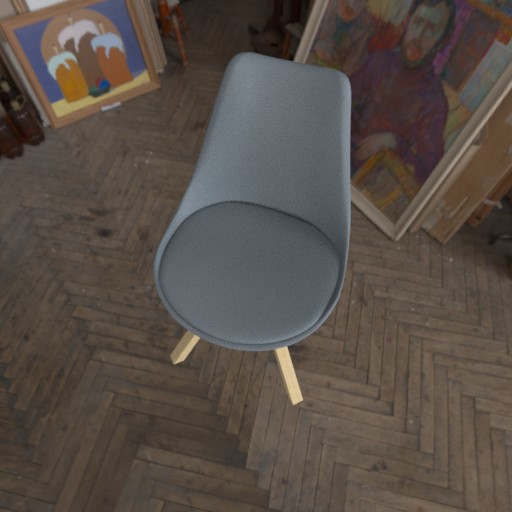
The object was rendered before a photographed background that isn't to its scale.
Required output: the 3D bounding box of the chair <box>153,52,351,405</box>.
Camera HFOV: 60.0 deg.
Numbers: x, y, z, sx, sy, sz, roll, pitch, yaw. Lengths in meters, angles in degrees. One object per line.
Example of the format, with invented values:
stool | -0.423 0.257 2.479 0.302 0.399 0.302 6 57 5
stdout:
chair | 0.000 0.000 1.211 0.485 0.850 0.549 16 59 10
